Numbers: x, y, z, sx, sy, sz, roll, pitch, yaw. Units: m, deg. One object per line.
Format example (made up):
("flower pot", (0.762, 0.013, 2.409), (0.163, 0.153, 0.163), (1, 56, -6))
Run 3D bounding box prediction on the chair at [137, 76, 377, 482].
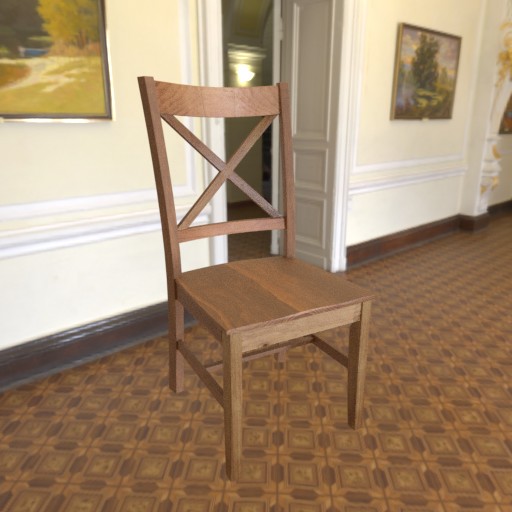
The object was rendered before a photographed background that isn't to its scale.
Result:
("chair", (0.000, 0.000, 1.284), (0.485, 0.983, 0.542), (-9, 19, -27))
